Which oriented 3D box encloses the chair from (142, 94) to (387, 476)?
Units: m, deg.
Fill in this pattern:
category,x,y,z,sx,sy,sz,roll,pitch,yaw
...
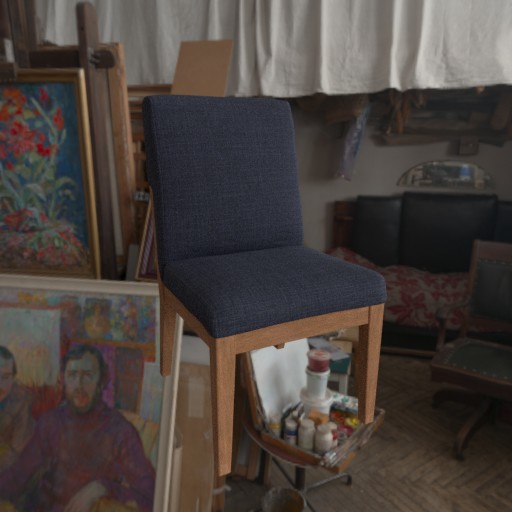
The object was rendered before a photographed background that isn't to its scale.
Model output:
category,x,y,z,sx,sy,sz,roll,pitch,yaw
chair,0.000,0.000,1.286,0.507,0.911,0.586,-8,17,-26
